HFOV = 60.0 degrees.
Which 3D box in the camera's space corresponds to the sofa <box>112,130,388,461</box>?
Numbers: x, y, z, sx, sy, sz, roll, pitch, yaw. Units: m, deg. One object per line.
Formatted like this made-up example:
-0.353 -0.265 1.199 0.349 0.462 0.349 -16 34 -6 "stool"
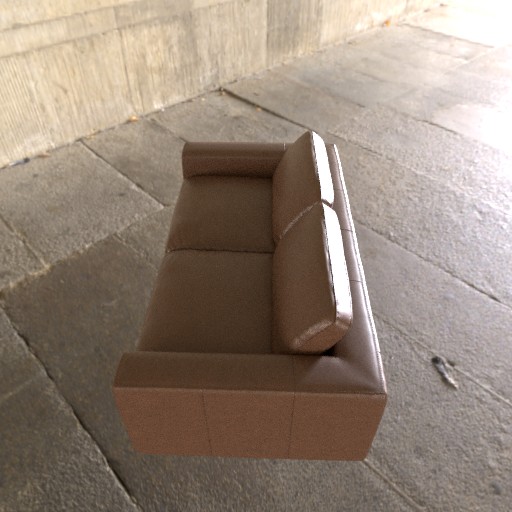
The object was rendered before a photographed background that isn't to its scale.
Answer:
0.000 0.000 2.452 1.070 0.800 1.920 1 43 1 "sofa"
